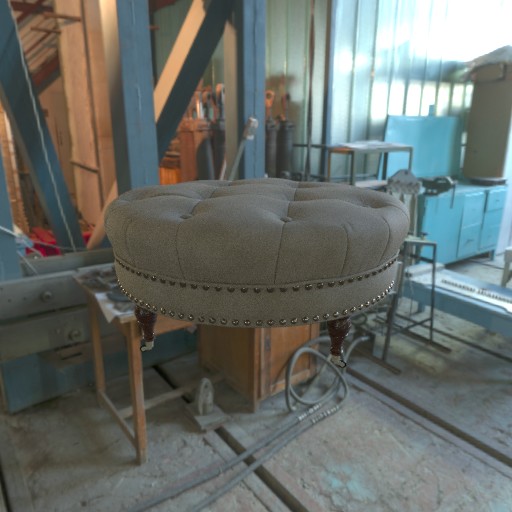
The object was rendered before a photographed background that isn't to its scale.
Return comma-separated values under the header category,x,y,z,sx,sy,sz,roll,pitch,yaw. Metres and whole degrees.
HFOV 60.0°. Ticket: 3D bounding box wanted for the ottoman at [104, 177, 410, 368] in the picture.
category,x,y,z,sx,sy,sz,roll,pitch,yaw
ottoman,0.000,0.000,1.406,0.901,0.439,0.901,0,17,0
